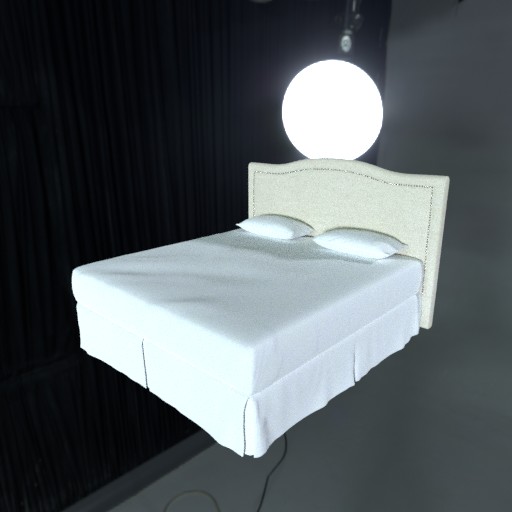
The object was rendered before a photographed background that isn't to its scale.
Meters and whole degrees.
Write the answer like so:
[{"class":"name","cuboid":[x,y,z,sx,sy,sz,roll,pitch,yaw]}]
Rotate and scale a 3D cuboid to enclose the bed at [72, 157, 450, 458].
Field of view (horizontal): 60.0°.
[{"class":"bed","cuboid":[0.000,0.000,3.495,2.083,1.421,2.182,14,22,41]}]
